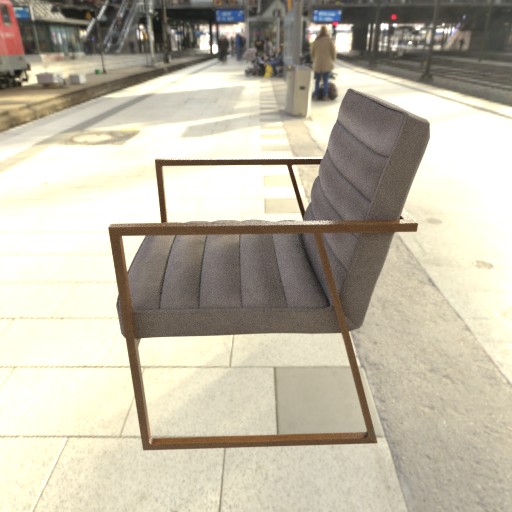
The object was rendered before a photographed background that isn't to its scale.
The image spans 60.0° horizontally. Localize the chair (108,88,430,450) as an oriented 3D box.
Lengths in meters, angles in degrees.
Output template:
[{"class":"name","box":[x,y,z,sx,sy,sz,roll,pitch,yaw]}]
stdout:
[{"class":"chair","box":[0.000,0.000,1.245,0.682,0.843,0.578,-1,26,-2]}]
